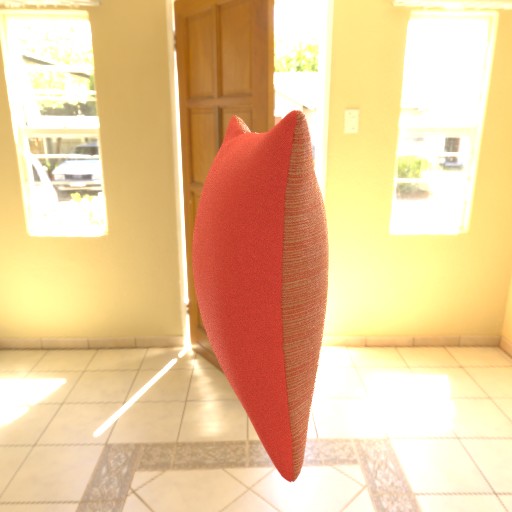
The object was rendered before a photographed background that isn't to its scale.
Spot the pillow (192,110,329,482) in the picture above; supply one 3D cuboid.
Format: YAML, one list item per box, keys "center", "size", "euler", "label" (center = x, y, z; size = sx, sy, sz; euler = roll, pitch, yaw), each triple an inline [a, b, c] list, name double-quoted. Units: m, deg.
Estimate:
- center: [0.000, 0.000, 0.808]
  size: [0.229, 0.501, 0.559]
  euler: [-3, 17, -10]
  label: "pillow"
